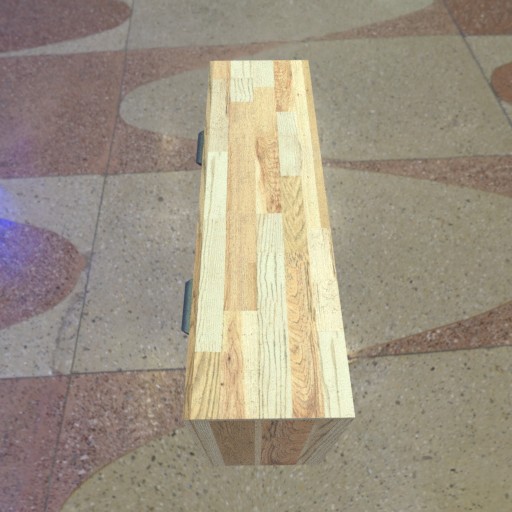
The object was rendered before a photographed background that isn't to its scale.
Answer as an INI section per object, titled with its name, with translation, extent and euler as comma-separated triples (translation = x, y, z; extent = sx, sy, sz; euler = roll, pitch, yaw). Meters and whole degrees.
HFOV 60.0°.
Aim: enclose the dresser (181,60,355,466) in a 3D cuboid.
[dresser]
translation = 0.000, 0.000, 1.904
extent = 0.487, 0.834, 1.547
euler = -1, 56, 0
